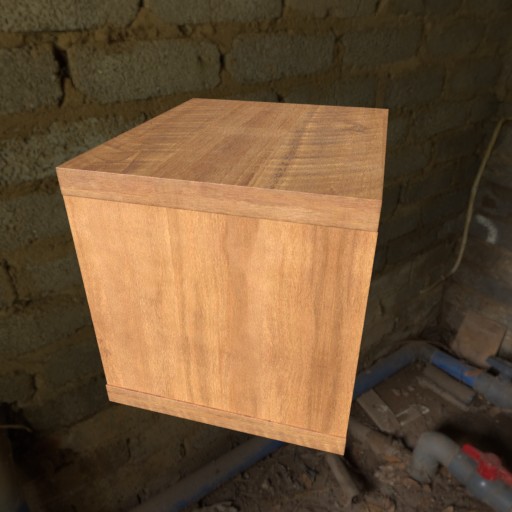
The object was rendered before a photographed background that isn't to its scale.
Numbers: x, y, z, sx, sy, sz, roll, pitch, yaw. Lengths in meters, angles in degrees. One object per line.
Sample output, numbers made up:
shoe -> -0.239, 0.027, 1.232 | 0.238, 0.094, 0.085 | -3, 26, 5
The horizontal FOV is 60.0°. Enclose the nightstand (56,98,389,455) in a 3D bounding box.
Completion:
nightstand -> 0.000, 0.000, 0.880 | 0.436, 0.491, 0.493 | 8, 31, 13
